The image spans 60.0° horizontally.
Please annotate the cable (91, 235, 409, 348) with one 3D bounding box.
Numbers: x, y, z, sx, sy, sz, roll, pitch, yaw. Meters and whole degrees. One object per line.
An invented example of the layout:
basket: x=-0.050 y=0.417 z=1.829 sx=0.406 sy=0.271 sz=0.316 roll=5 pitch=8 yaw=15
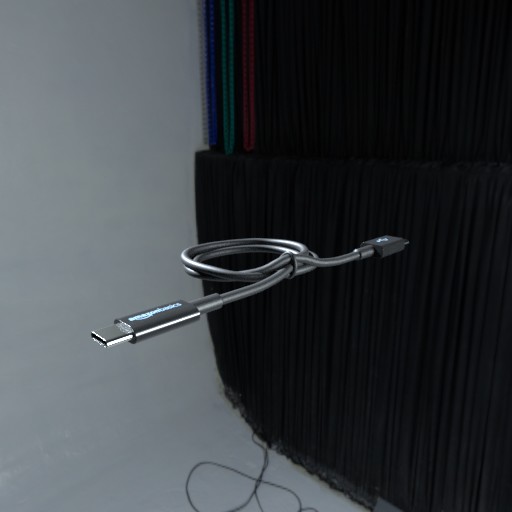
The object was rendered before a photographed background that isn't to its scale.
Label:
cable: x=0.000 y=0.000 z=0.220 sx=0.070 sy=0.014 sz=0.192 roll=14 pitch=21 yaw=43
